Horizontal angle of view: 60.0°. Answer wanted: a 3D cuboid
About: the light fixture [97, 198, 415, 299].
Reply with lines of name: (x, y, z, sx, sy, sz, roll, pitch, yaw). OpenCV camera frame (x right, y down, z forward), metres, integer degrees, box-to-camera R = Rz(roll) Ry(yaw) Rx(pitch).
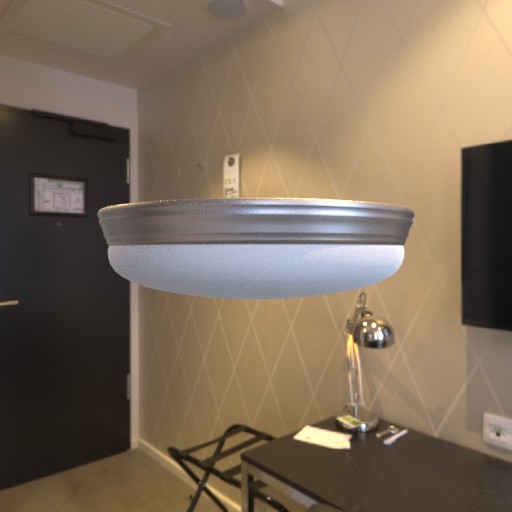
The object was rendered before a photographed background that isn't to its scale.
light fixture: (0.000, 0.000, 0.546, 0.368, 0.100, 0.368, 0, 1, 0)
